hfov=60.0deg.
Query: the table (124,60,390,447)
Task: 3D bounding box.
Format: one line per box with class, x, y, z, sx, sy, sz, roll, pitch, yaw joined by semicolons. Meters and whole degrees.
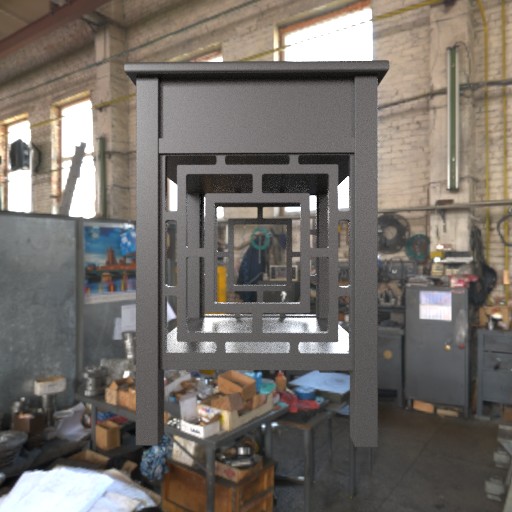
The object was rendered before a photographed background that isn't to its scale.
table;0.000;0.000;1.015;0.451;0.646;0.564;0;0;1
